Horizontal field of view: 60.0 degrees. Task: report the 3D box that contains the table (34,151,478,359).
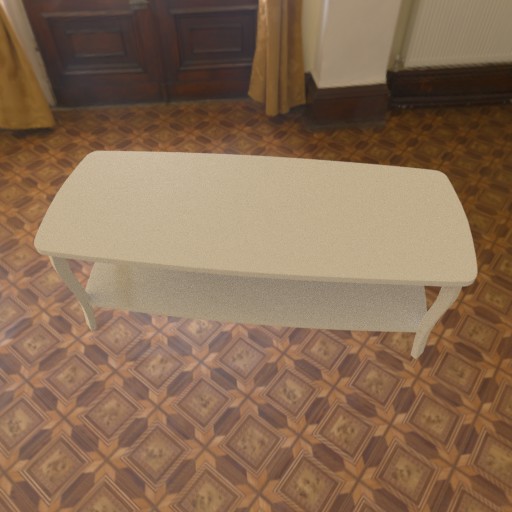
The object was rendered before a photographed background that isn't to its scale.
[{"bbox_3d":[0.000,0.000,1.607,1.334,0.474,0.561,4,47,4],"label":"table"}]
